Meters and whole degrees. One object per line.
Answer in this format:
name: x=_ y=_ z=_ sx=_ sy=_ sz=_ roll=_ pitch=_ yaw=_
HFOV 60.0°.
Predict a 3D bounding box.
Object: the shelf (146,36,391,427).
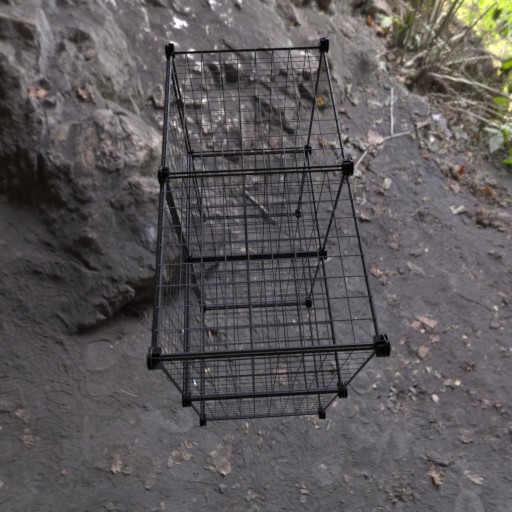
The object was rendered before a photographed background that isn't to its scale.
shelf: x=0.000 y=0.000 z=1.117 sx=0.356 sy=0.711 sz=0.711 roll=-3 pitch=62 yaw=-1
